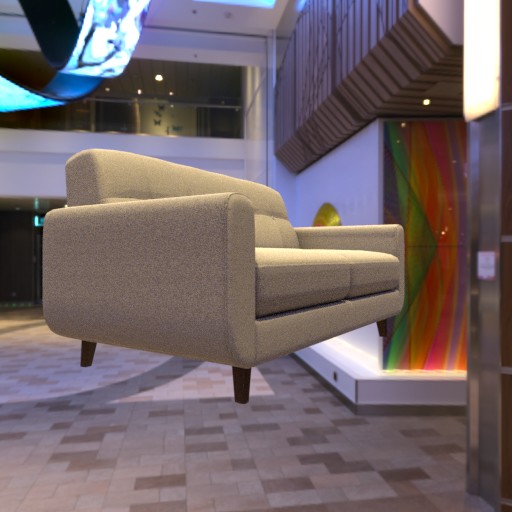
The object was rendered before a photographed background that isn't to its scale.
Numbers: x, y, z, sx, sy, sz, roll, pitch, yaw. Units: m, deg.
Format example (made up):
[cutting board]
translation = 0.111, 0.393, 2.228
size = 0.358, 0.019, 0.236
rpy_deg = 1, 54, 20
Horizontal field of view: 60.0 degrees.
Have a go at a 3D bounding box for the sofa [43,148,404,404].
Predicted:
[sofa]
translation = 0.000, 0.000, 2.144
size = 0.980, 0.892, 1.655
rpy_deg = 0, 0, 34
